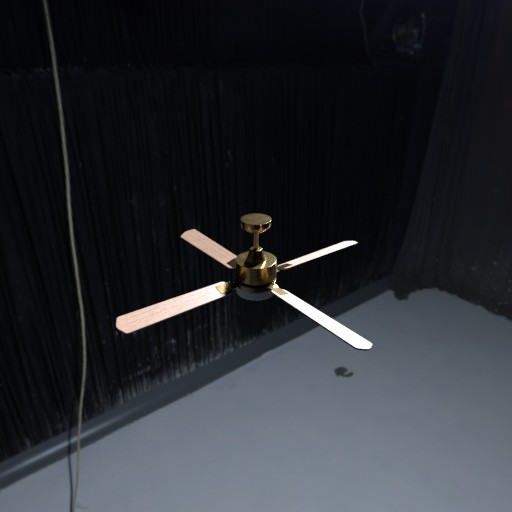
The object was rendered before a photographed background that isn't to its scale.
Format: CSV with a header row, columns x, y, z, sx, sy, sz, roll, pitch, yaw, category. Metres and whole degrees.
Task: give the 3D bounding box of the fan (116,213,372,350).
x,y,z,sx,sy,sz,roll,pitch,yaw,category
0.000,0.000,1.987,1.320,0.355,1.320,-18,32,-33,fan
